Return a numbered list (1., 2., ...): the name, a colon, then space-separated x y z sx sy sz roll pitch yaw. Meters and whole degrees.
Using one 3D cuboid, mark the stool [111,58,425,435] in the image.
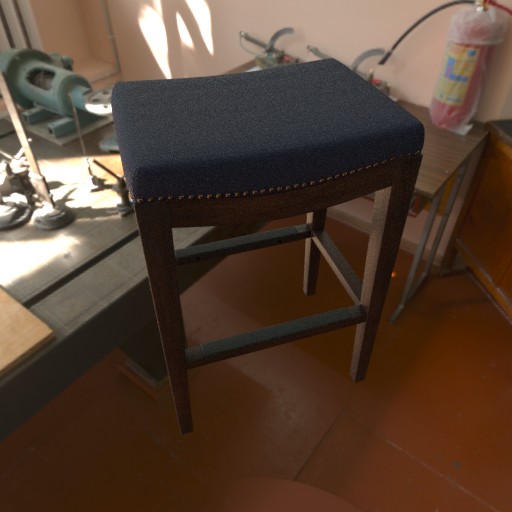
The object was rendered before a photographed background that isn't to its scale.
1. stool: 0.000 0.000 1.017 0.498 0.740 0.358 -12 43 -13
